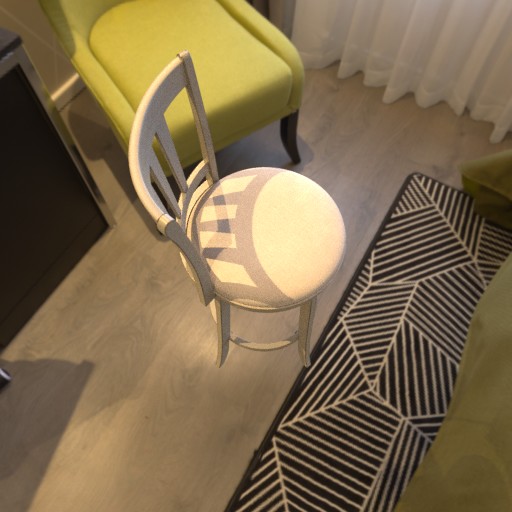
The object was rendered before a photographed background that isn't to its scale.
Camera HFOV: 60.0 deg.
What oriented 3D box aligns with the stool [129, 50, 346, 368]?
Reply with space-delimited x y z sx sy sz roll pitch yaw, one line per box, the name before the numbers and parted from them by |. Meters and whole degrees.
stool | 0.000 0.000 1.282 0.475 1.042 0.436 0 63 0
